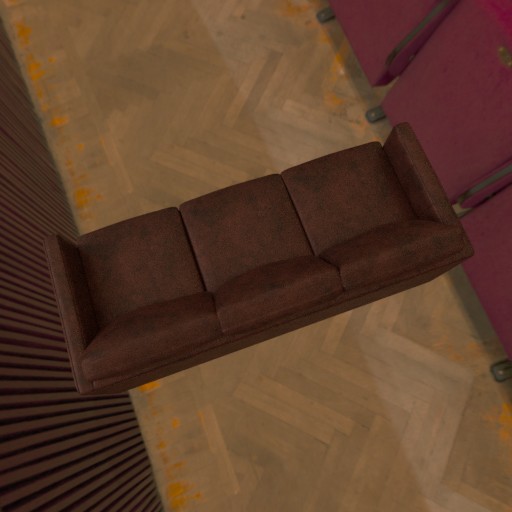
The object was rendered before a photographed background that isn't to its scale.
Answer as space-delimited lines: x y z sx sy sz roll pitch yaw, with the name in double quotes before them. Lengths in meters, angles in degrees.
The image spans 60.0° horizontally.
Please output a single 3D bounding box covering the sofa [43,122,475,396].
"sofa" 0.000 0.000 2.978 2.464 1.006 1.045 -19 75 -5
